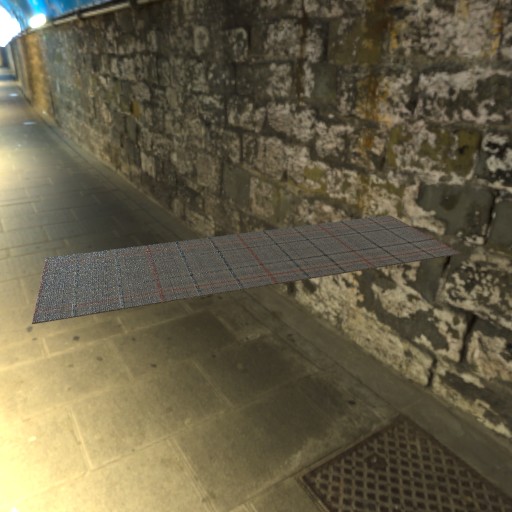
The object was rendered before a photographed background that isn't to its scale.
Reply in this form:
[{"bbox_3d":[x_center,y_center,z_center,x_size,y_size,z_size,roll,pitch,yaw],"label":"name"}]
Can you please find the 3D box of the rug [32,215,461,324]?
[{"bbox_3d":[0.000,0.000,2.725,2.439,0.008,0.762,-8,26,-17],"label":"rug"}]
